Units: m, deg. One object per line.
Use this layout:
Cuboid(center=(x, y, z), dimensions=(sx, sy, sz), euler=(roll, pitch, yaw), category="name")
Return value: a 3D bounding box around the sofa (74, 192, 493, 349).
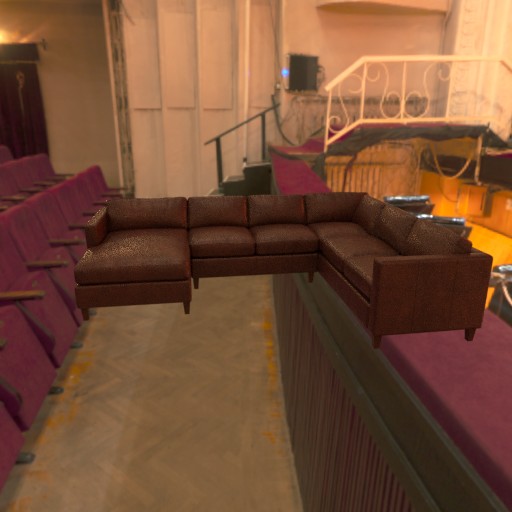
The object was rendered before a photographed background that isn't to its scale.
Cuboid(center=(0.000, 0.000, 4.389), dimensions=(3.324, 0.891, 2.452), euler=(-3, 18, -8), category="sofa")
